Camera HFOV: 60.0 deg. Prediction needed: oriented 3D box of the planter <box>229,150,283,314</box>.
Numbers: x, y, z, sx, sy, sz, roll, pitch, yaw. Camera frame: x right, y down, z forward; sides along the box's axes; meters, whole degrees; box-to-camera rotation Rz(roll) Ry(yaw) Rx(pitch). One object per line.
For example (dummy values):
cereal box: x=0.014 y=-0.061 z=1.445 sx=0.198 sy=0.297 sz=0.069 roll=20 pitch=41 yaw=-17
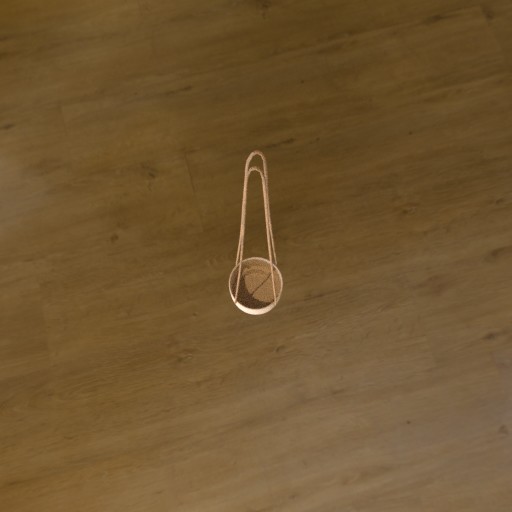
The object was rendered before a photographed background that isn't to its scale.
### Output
planter: x=0.000 y=0.000 z=0.909 sx=0.146 sy=0.841 sz=0.146 roll=2 pitch=75 yaw=0
